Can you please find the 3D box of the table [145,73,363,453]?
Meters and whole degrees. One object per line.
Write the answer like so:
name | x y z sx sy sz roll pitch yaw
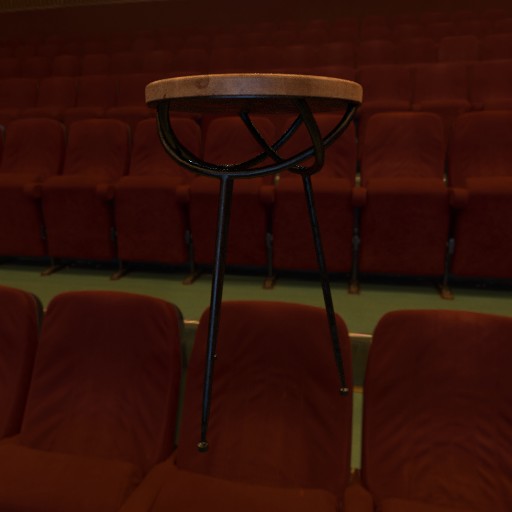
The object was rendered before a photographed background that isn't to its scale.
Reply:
table | 0.000 0.000 0.935 0.418 0.664 0.414 3 15 10
